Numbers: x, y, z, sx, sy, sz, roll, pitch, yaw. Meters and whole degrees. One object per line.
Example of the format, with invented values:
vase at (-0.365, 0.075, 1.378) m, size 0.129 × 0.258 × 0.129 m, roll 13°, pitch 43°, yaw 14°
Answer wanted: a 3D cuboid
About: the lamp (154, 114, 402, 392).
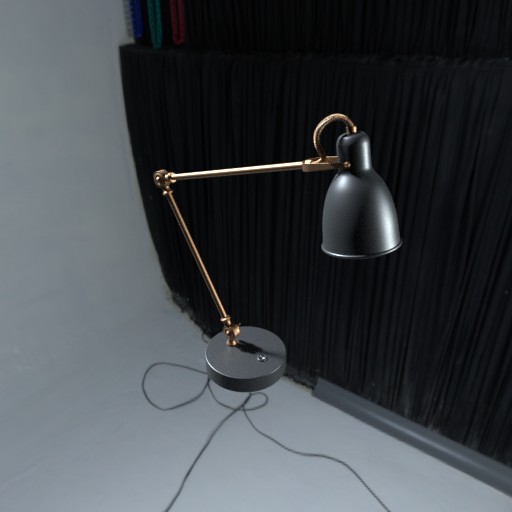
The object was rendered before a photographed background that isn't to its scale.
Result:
lamp at (0.000, 0.000, 0.890) m, size 0.561 × 0.587 × 0.187 m, roll 19°, pitch 33°, yaw 32°
